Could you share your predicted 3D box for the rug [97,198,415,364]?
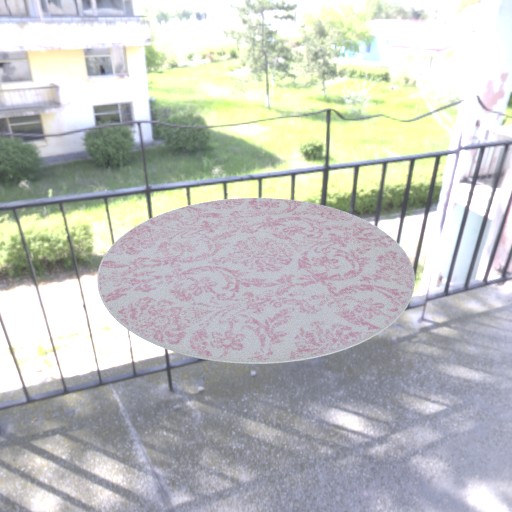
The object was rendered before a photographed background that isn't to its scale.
[{"bbox_3d":[0.000,0.000,2.324,1.593,0.012,1.593,0,30,0],"label":"rug"}]
